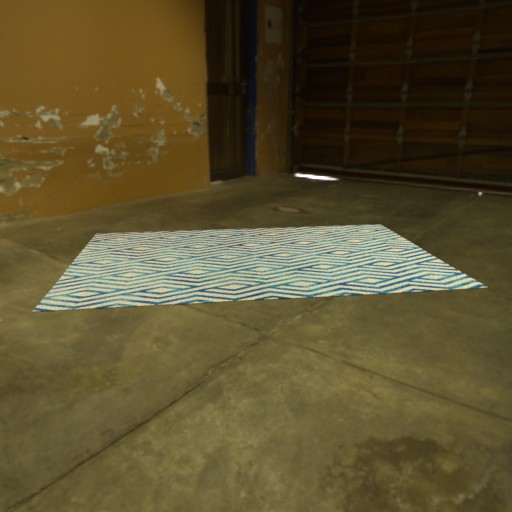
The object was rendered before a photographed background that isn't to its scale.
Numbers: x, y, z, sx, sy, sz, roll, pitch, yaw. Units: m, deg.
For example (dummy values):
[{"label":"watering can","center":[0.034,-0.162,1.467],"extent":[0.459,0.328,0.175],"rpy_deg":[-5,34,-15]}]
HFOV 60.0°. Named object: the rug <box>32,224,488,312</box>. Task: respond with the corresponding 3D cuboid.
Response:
[{"label":"rug","center":[0.000,0.000,3.064],"extent":[2.439,0.008,1.531],"rpy_deg":[-2,18,-7]}]
